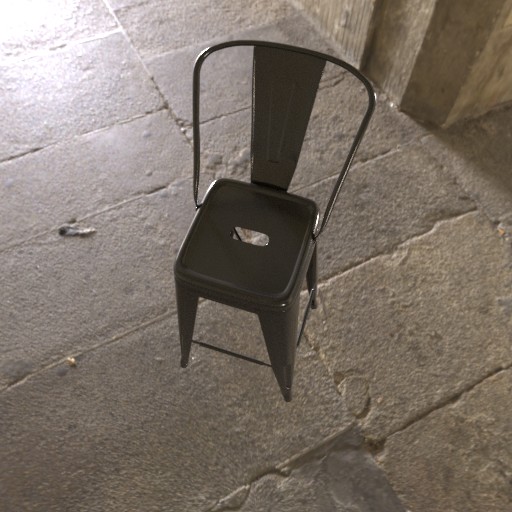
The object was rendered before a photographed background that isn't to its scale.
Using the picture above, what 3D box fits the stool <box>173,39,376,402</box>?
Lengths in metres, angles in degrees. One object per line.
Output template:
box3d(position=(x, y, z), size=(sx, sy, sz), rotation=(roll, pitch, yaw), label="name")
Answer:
box3d(position=(0.000, 0.000, 1.301), size=(0.432, 1.022, 0.528), rotation=(16, 61, 9), label="stool")
